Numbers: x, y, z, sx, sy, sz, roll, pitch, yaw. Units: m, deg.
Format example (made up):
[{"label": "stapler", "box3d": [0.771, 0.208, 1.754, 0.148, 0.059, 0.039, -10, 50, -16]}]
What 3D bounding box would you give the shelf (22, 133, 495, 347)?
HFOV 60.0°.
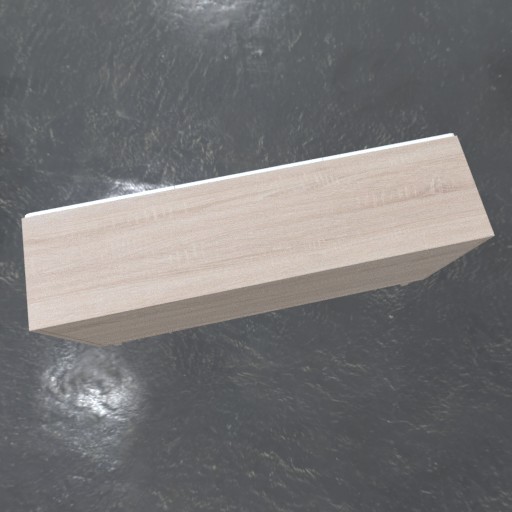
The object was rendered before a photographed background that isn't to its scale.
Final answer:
[{"label": "shelf", "box3d": [0.000, 0.000, 1.815, 1.490, 0.780, 0.400, -11, 74, -3]}]
